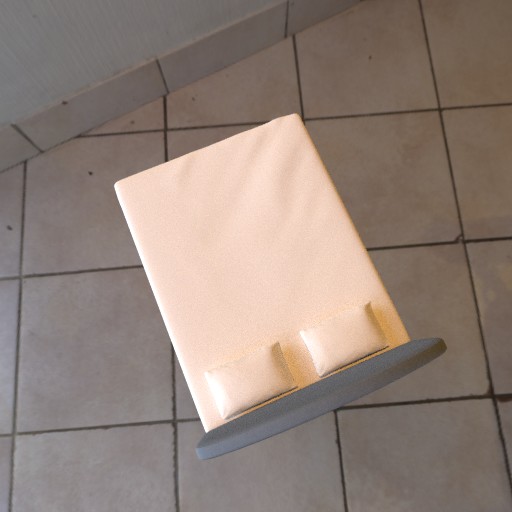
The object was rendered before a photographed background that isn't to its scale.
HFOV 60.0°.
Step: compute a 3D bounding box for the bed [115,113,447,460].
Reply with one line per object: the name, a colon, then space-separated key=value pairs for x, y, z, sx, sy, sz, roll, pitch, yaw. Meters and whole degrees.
bed: x=0.000 y=0.000 z=3.023 sx=1.607 sy=1.410 sz=2.005 roll=-22 pitch=78 yaw=-5
